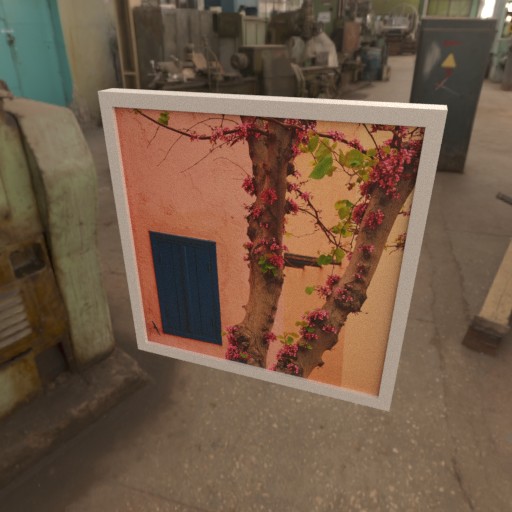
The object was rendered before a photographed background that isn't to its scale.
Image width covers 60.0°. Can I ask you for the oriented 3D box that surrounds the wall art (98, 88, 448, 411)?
[{"bbox_3d":[0.000,0.000,0.748,0.507,0.508,0.038,9,29,17],"label":"wall art"}]
